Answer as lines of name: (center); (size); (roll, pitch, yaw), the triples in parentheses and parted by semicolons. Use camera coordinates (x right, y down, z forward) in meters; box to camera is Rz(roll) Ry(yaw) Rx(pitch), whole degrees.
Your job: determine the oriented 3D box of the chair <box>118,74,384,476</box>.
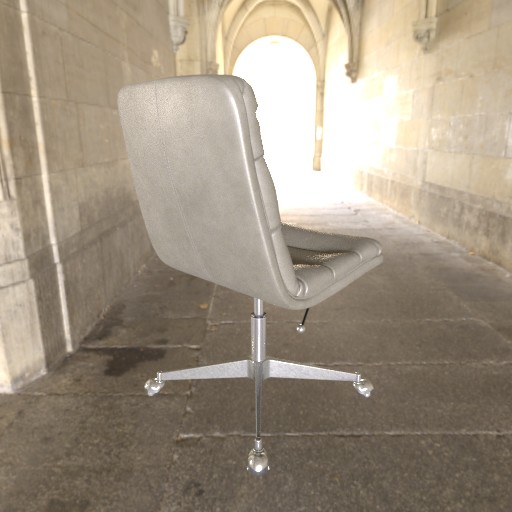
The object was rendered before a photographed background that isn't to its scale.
chair: (0.000, 0.000, 1.018); (0.422, 0.738, 0.485); (15, 22, 43)
